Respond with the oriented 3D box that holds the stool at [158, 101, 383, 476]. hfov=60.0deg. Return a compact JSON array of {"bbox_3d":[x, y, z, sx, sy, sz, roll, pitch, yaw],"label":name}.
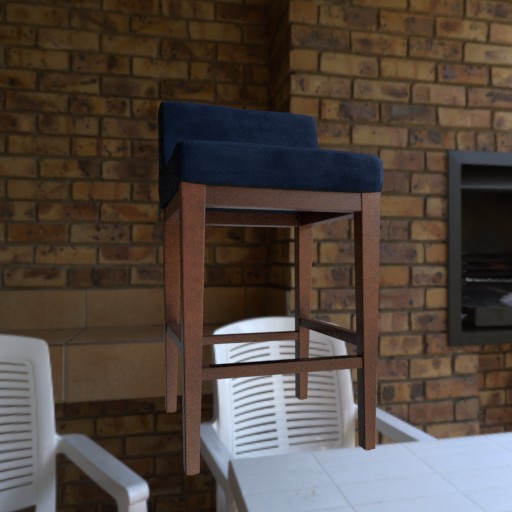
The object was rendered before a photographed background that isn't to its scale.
[{"bbox_3d":[0.000,0.000,1.231,0.511,0.945,0.516,0,-1,-17],"label":"stool"}]
